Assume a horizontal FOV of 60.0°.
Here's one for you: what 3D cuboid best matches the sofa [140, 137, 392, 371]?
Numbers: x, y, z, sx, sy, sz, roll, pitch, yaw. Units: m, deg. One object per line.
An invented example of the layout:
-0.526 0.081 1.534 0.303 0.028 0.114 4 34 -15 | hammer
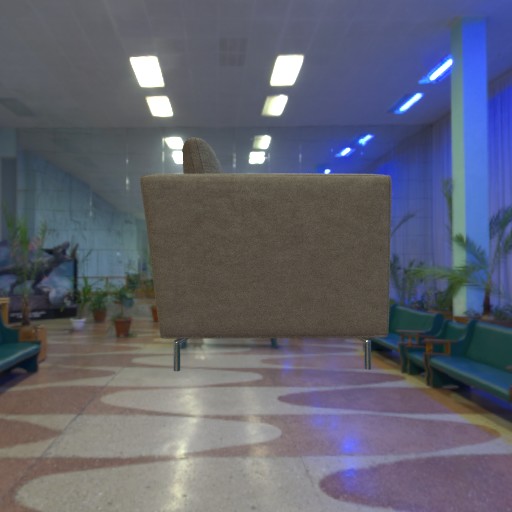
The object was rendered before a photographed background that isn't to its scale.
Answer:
0.000 0.000 2.557 0.889 0.864 2.121 0 -1 -2 | sofa
